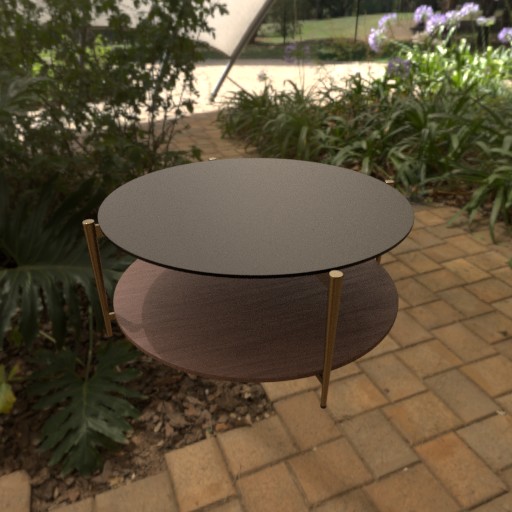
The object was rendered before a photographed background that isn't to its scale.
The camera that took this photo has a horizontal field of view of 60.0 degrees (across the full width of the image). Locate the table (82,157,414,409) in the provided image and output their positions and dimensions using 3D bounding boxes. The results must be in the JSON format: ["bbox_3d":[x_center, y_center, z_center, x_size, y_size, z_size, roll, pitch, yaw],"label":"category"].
[{"bbox_3d":[0.000,0.000,1.470,0.938,0.400,0.938,21,34,34],"label":"table"}]
